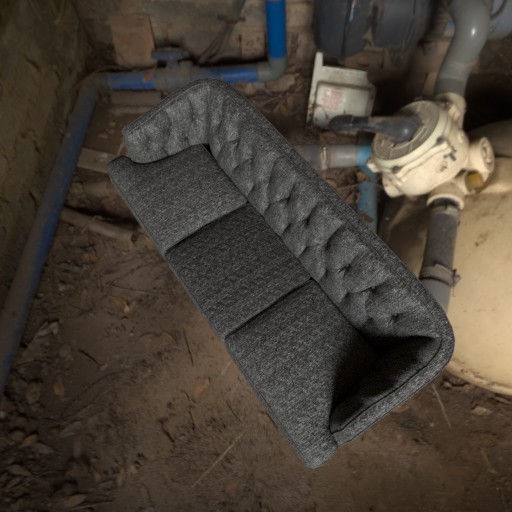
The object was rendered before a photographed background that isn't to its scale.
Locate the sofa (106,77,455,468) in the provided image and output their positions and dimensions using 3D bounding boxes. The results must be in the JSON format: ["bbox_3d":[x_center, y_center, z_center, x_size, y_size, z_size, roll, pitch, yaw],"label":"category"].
[{"bbox_3d":[0.000,0.000,2.707,0.941,0.855,2.278,-32,68,-15],"label":"sofa"}]
